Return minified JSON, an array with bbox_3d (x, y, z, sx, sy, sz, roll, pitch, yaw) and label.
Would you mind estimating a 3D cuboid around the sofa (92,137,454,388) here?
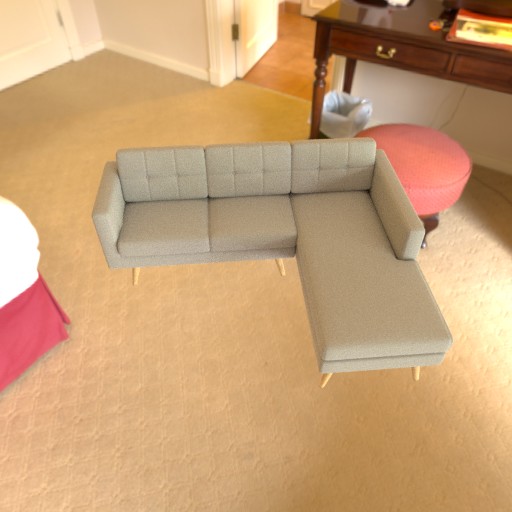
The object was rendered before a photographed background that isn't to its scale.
[{"bbox_3d":[0.000,0.000,2.867,2.040,0.860,1.530,-3,45,-3],"label":"sofa"}]
